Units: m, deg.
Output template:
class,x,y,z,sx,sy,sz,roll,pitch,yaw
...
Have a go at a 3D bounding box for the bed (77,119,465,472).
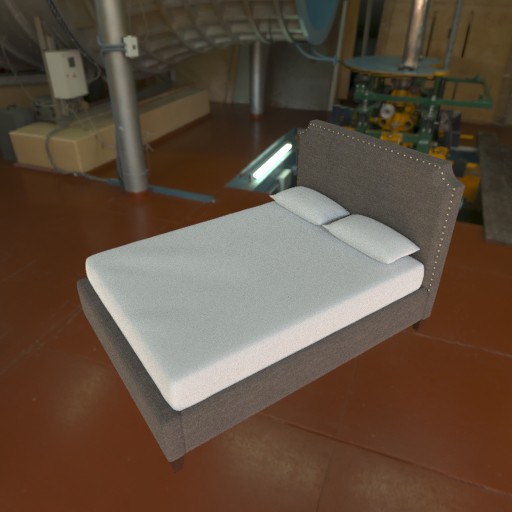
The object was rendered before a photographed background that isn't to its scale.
class,x,y,z,sx,sy,sz,roll,pitch,yaw
bed,0.000,0.000,3.428,2.381,1.457,1.713,-20,36,-29
